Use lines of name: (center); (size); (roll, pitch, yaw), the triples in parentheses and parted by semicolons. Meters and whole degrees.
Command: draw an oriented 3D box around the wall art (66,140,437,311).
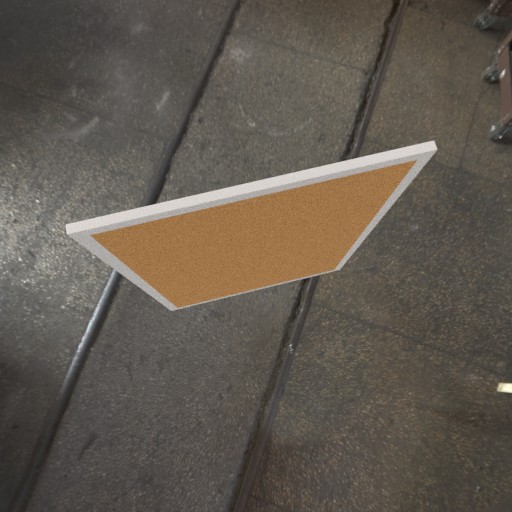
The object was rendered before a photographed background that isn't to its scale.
wall art: (0.000, 0.000, 0.848); (0.456, 0.656, 0.013); (-13, 76, -4)
